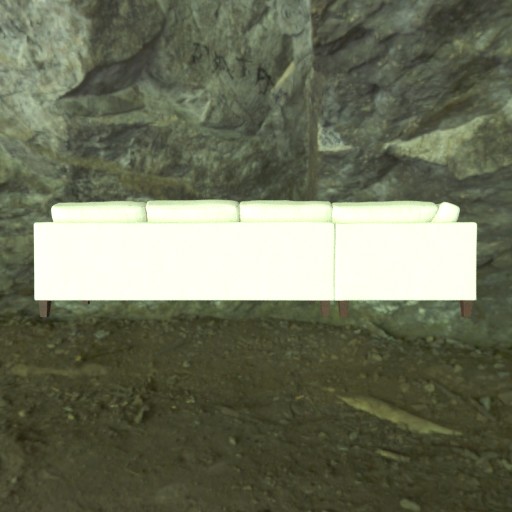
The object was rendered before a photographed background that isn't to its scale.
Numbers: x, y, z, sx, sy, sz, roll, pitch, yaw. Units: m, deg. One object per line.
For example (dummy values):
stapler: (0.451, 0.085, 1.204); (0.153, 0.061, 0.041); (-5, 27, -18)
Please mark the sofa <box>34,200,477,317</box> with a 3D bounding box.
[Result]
sofa: (0.000, 0.000, 4.359); (3.182, 0.863, 2.432); (0, 1, 0)
